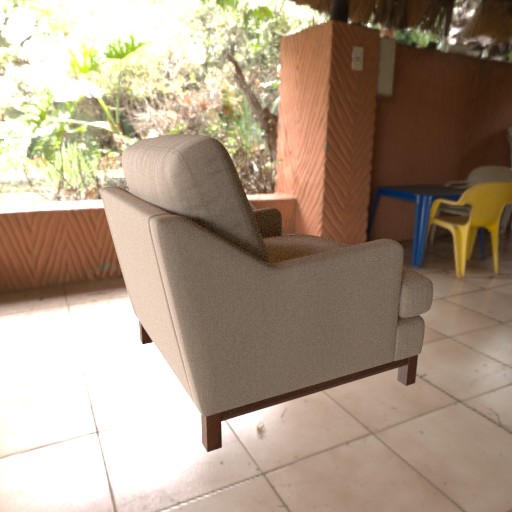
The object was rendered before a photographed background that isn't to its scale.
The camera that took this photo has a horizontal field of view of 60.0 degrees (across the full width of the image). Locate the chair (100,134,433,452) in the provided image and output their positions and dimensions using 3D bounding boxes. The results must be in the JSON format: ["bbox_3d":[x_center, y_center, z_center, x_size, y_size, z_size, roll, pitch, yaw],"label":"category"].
[{"bbox_3d":[0.000,0.000,1.732,1.001,0.916,0.912,-7,16,-26],"label":"chair"}]
